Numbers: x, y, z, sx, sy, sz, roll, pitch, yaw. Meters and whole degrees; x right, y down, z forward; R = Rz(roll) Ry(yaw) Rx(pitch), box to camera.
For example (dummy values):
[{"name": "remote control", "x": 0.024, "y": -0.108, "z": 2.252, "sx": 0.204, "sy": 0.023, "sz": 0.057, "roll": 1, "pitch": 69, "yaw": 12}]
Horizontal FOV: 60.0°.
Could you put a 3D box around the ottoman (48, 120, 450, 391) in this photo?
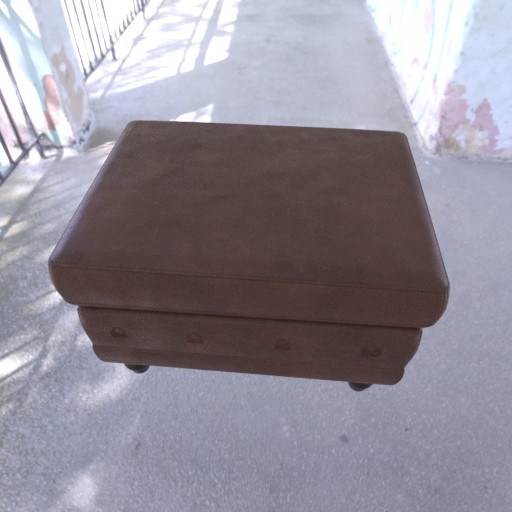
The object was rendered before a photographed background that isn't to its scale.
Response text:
[{"name": "ottoman", "x": 0.000, "y": 0.000, "z": 1.200, "sx": 0.795, "sy": 0.509, "sz": 0.588, "roll": 4, "pitch": 45, "yaw": 4}]
